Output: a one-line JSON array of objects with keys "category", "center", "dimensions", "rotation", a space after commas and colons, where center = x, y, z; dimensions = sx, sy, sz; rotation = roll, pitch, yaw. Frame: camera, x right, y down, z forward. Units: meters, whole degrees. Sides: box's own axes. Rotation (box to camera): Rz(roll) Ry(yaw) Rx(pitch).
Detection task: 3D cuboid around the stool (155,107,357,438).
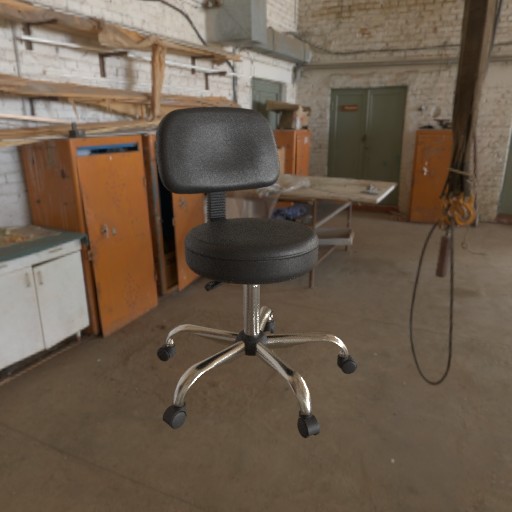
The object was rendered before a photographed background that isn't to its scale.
[{"category": "stool", "center": [0.000, 0.000, 1.332], "dimensions": [0.673, 0.862, 0.648], "rotation": [-9, 19, -27]}]
